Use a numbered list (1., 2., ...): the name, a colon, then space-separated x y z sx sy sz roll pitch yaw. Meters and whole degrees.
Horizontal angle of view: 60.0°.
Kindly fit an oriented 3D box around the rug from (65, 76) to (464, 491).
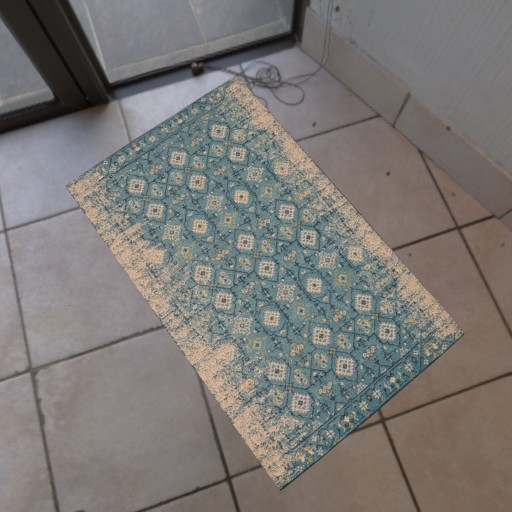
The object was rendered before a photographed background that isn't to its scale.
1. rug: 0.000 0.000 2.169 1.102 0.008 1.795 -36 77 -10
